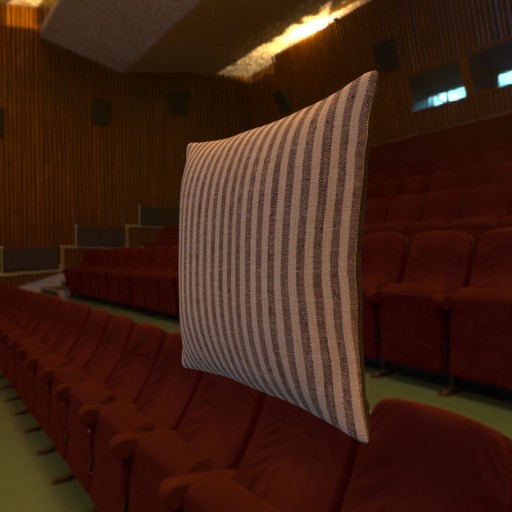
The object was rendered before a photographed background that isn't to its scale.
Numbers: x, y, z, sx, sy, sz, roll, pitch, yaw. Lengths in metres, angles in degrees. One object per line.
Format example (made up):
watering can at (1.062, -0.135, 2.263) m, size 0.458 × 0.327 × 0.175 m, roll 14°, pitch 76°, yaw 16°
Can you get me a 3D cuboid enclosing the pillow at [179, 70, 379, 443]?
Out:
pillow at (0.000, 0.000, 0.804) m, size 0.166 × 0.506 × 0.523 m, roll 0°, pitch 1°, yaw -38°
